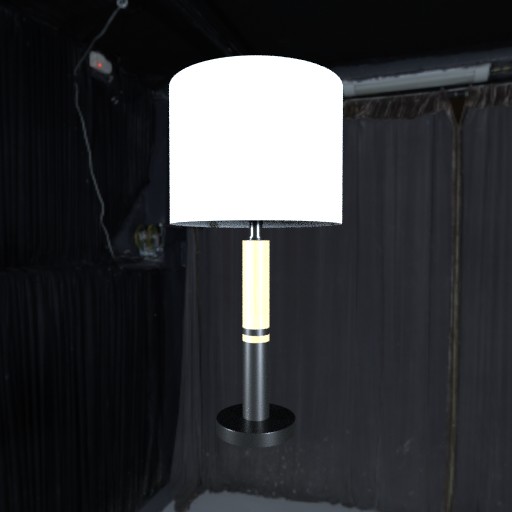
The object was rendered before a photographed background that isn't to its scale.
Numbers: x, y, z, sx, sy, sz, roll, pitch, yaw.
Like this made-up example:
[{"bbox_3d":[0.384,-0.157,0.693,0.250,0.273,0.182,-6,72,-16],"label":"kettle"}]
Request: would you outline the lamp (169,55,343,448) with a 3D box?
[{"bbox_3d":[0.000,0.000,0.804,0.305,0.640,0.305,1,2,19],"label":"lamp"}]
